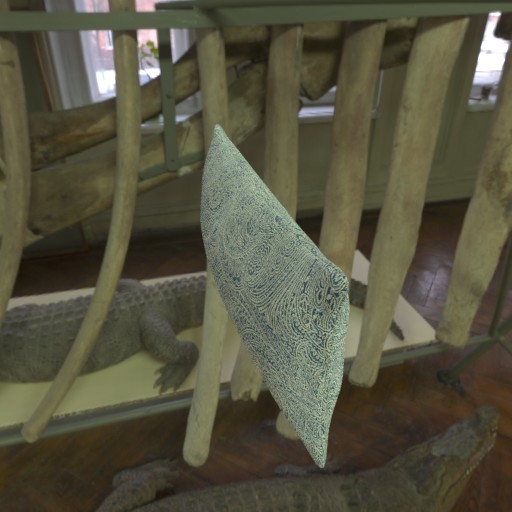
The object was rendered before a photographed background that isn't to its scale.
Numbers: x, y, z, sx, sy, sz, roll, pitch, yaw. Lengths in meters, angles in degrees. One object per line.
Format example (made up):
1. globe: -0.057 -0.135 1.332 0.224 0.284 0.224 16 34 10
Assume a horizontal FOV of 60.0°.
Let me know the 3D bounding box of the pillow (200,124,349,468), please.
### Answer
1. pillow: 0.000 0.000 0.746 0.151 0.295 0.615 -8 32 -14
